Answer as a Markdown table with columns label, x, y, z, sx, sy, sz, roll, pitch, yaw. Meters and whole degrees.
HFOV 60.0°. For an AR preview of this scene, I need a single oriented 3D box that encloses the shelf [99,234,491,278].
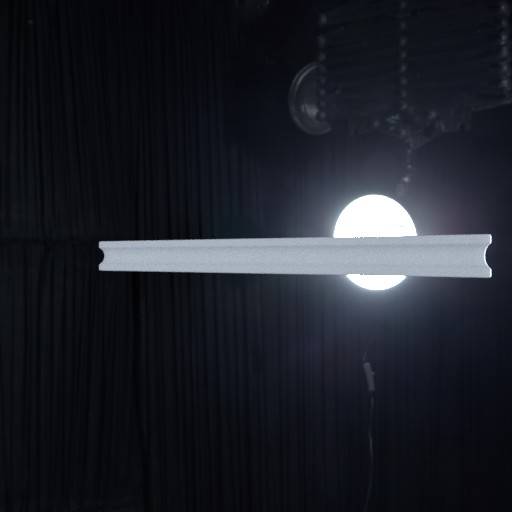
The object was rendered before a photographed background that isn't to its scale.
| label | x | y | z | sx | sy | sz | roll | pitch | yaw |
| --- | --- | --- | --- | --- | --- | --- | --- | --- | --- |
| shelf | 0.000 | 0.000 | 0.442 | 0.296 | 0.035 | 0.296 | 0 | 0 | -19 |
